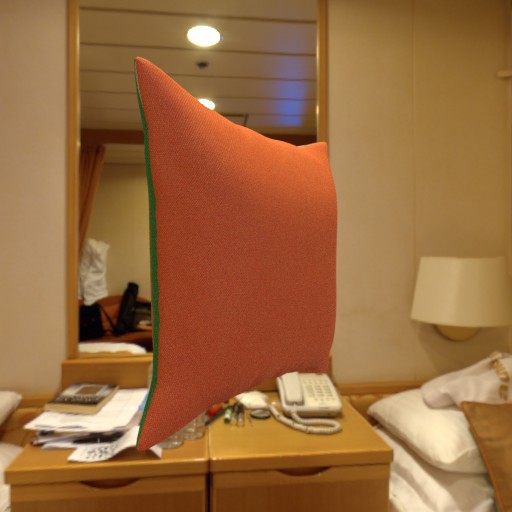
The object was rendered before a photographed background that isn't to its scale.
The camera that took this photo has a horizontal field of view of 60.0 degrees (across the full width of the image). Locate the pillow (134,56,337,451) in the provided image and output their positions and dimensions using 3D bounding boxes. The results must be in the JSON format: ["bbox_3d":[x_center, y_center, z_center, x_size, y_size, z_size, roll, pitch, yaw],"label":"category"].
[{"bbox_3d":[0.000,0.000,0.676,0.169,0.444,0.453,0,-1,37],"label":"pillow"}]
